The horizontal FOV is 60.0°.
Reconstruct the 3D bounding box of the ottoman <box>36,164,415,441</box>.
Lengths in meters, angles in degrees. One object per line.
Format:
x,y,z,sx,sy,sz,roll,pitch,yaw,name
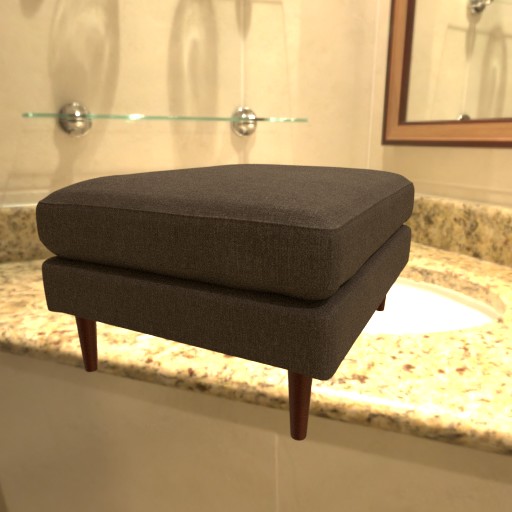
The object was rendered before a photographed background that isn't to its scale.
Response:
0.000,0.000,1.203,0.693,0.474,0.821,8,17,26,ottoman
